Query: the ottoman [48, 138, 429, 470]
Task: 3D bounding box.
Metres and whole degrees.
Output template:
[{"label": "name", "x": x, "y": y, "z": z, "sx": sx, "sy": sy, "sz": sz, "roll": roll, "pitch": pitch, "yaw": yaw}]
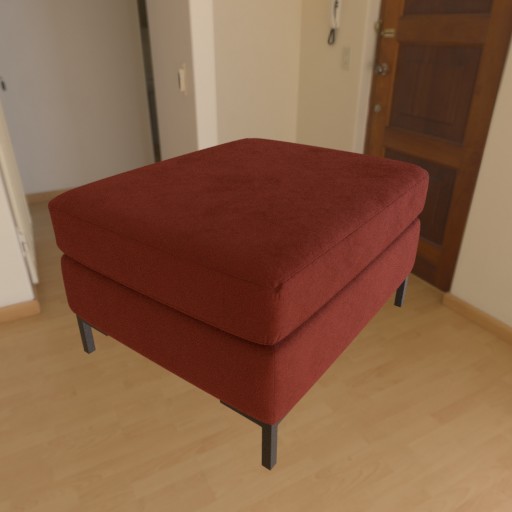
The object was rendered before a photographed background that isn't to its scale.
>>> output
[{"label": "ottoman", "x": 0.000, "y": 0.000, "z": 1.190, "sx": 0.650, "sy": 0.462, "sz": 0.782, "roll": 19, "pitch": 33, "yaw": 32}]
